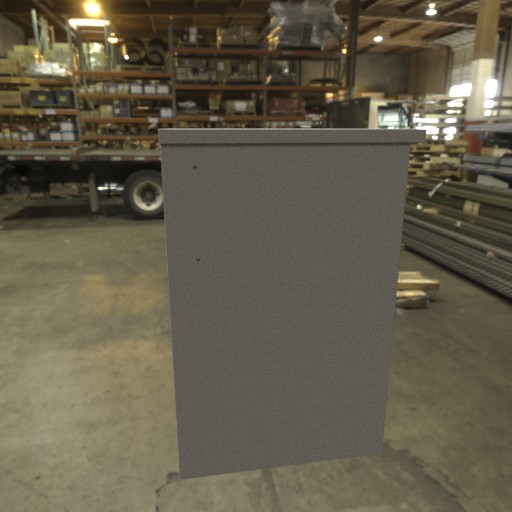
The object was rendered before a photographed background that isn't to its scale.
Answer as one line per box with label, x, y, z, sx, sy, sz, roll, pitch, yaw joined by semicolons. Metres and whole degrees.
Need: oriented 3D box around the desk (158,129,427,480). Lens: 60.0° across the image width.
desk;0.000;0.000;1.323;0.498;0.729;0.900;-3;16;-10
